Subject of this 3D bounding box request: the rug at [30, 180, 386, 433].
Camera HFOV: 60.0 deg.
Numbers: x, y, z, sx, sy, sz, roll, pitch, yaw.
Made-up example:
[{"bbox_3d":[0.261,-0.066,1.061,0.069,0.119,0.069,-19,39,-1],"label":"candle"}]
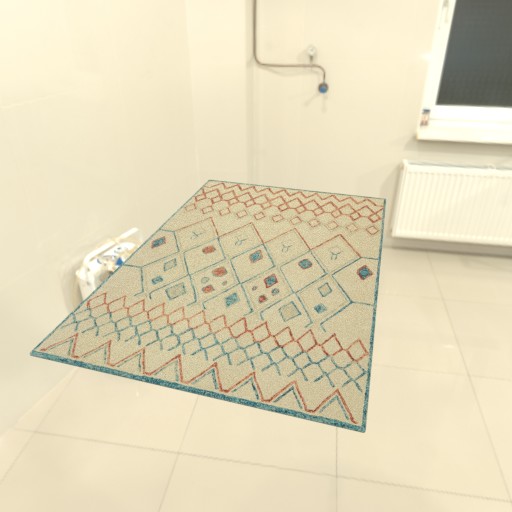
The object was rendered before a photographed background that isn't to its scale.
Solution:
[{"bbox_3d":[0.000,0.000,2.246,1.219,0.016,1.829,8,32,14],"label":"rug"}]
